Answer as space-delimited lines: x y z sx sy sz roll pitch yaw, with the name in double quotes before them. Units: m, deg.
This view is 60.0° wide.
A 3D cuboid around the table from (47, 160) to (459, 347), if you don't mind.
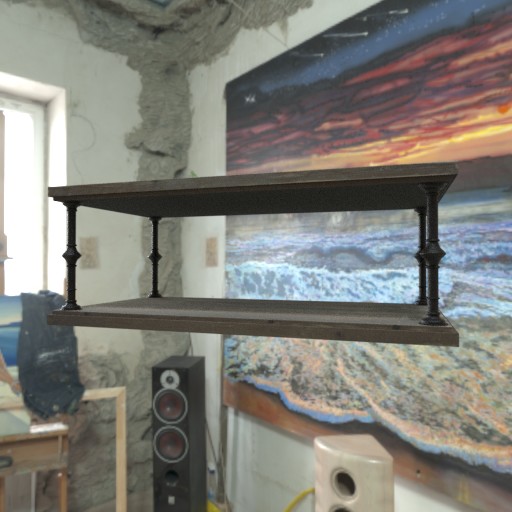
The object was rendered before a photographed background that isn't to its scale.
"table" 0.000 0.000 1.377 1.088 0.399 0.554 0 -1 18
